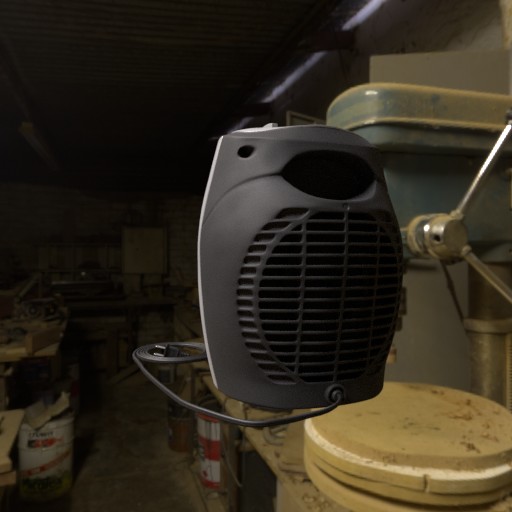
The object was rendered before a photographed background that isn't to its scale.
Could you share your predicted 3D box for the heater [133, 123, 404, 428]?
[{"bbox_3d":[0.000,0.000,0.461,0.239,0.240,0.291,0,1,-19],"label":"heater"}]
